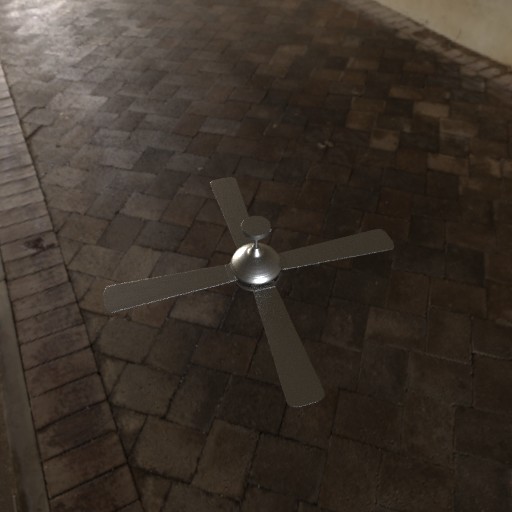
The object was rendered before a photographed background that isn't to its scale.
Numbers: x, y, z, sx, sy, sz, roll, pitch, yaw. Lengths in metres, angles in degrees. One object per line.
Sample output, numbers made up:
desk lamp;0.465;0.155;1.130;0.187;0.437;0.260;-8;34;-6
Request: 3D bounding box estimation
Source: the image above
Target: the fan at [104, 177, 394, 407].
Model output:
fan;0.000;0.000;2.012;1.321;0.381;1.321;3;48;3
